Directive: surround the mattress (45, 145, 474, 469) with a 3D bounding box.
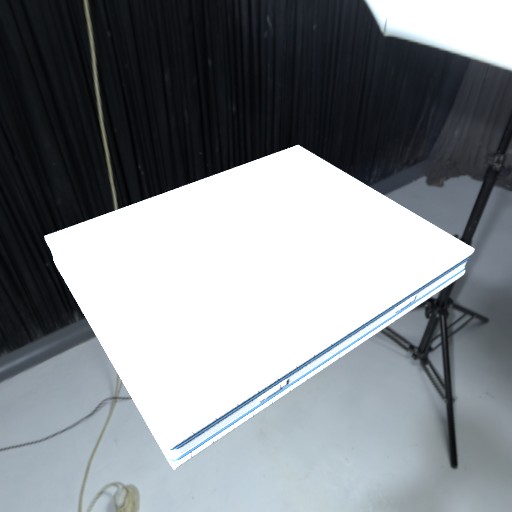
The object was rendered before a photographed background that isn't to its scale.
[{"bbox_3d":[0.000,0.000,2.696,2.000,0.230,1.600,-26,47,-26],"label":"mattress"}]
